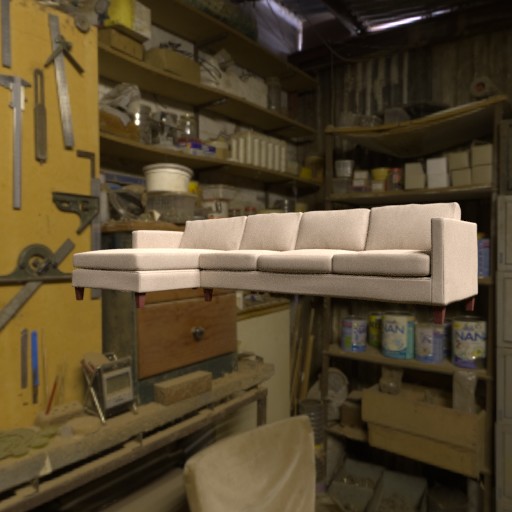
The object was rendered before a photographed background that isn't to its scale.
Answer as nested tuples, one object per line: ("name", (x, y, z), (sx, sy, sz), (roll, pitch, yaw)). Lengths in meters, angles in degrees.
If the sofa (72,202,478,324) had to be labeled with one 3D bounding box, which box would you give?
("sofa", (0.000, 0.000, 3.831), (3.186, 0.846, 1.625), (1, 1, 38))
